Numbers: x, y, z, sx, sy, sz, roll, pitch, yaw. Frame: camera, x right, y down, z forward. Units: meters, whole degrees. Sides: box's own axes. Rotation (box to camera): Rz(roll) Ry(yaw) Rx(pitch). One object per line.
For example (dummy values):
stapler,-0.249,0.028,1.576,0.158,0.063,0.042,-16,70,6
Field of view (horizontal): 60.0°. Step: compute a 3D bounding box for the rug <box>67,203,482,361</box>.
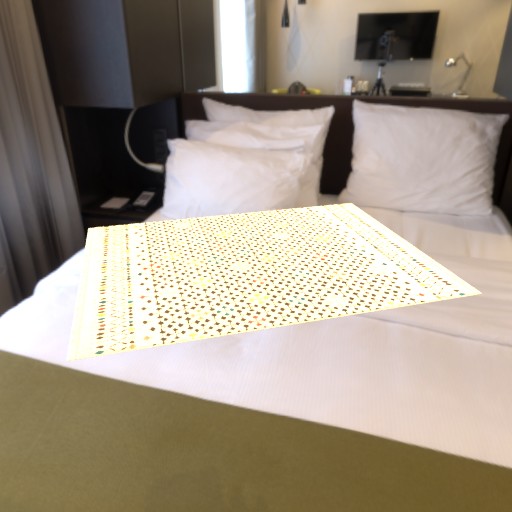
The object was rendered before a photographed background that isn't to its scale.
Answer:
rug,0.000,0.000,2.082,1.556,0.006,1.146,-7,27,-14
